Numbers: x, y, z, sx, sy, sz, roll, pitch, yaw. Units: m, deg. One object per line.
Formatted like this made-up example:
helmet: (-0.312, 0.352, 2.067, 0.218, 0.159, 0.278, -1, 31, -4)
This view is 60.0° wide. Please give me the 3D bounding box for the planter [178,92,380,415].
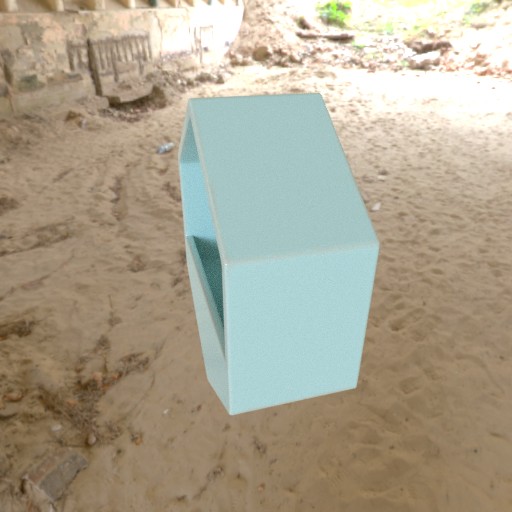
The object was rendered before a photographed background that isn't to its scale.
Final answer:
planter: (0.000, 0.000, 0.298, 0.078, 0.207, 0.169, -8, 31, -14)
